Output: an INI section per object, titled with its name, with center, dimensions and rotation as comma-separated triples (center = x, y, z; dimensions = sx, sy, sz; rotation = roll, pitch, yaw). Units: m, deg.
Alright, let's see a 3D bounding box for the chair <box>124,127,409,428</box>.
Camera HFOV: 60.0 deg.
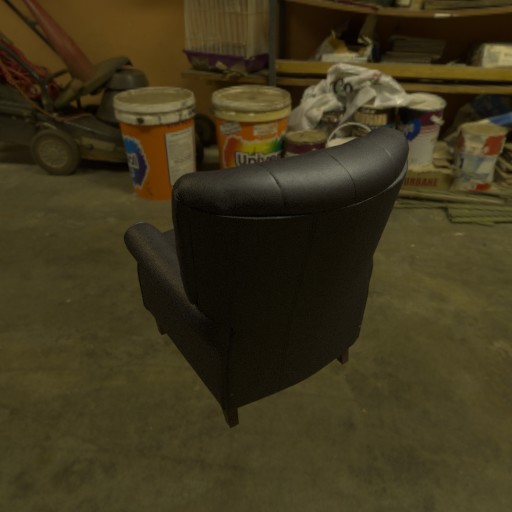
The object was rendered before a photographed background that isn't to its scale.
[chair]
center = 0.000, 0.000, 1.924
dimensions = 0.948, 1.158, 1.058
rotation = -20, 37, -29
